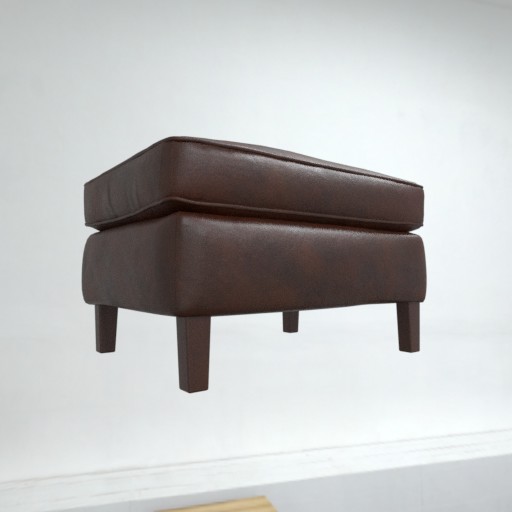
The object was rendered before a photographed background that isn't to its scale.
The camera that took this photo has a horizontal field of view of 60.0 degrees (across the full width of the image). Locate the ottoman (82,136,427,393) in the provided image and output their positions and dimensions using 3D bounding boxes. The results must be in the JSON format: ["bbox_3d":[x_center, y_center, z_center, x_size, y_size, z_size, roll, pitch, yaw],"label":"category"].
[{"bbox_3d":[0.000,0.000,1.008,0.665,0.432,0.501,2,-3,-37],"label":"ottoman"}]
